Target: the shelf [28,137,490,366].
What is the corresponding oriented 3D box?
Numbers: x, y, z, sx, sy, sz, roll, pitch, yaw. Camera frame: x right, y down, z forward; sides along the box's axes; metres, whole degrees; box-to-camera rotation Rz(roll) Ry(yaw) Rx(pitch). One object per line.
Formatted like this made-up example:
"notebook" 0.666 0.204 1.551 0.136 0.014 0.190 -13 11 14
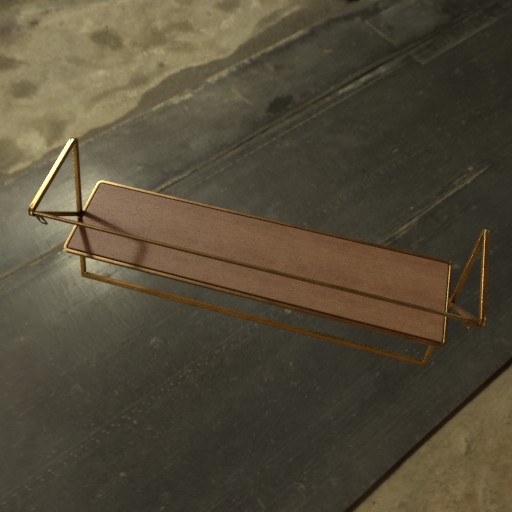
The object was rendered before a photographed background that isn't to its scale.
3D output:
"shelf" 0.000 0.000 0.734 0.645 0.229 0.150 14 64 7
